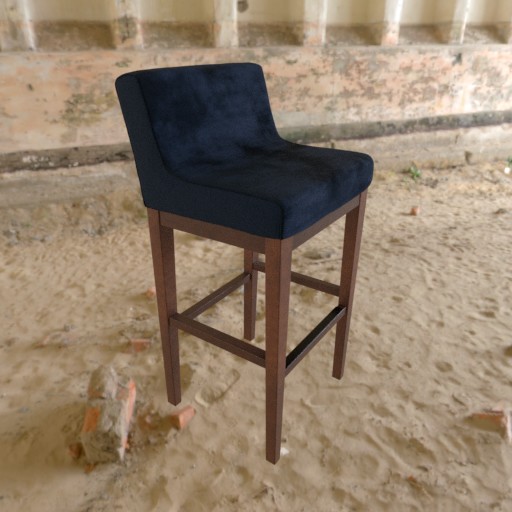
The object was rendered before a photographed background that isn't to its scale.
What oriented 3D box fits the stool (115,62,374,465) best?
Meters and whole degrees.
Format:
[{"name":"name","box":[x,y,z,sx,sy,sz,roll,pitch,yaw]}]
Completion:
[{"name":"stool","box":[0.000,0.000,1.324,0.500,1.037,0.511,17,31,31]}]
